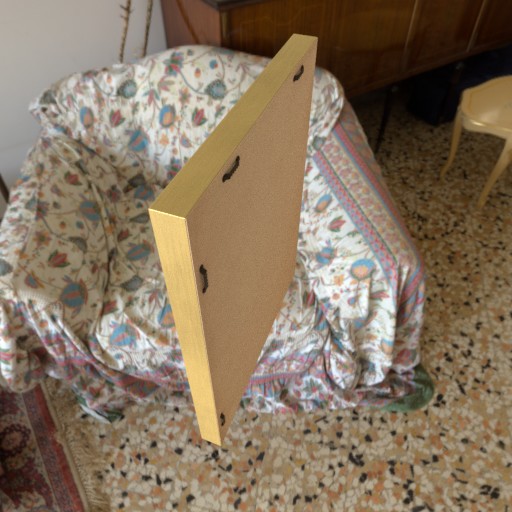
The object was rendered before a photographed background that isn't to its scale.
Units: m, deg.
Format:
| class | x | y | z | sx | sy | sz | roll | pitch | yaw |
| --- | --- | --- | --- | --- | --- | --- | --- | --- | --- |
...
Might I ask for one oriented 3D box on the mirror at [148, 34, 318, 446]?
| class | x | y | z | sx | sy | sz | roll | pitch | yaw |
| --- | --- | --- | --- | --- | --- | --- | --- | --- | --- |
| mirror | 0.000 | 0.000 | 0.683 | 0.041 | 0.508 | 0.405 | 16 | 49 | 14 |
